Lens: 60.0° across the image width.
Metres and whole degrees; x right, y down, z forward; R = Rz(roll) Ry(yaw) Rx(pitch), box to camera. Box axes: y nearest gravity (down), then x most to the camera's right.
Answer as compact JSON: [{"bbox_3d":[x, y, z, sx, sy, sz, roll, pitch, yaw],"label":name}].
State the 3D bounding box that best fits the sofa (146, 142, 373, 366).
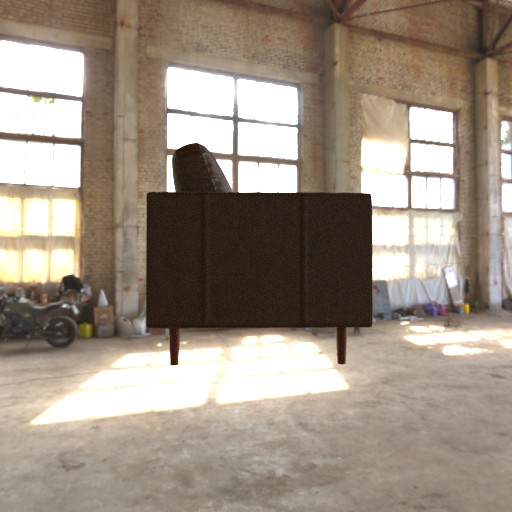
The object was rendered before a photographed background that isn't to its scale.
[{"bbox_3d":[0.000,0.000,2.808,0.903,0.930,2.231,0,-1,-2],"label":"sofa"}]
